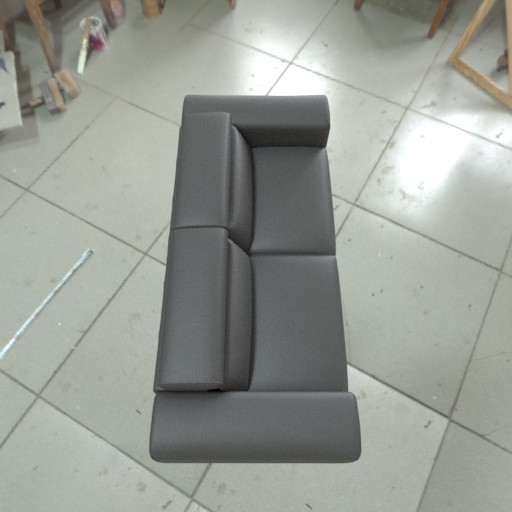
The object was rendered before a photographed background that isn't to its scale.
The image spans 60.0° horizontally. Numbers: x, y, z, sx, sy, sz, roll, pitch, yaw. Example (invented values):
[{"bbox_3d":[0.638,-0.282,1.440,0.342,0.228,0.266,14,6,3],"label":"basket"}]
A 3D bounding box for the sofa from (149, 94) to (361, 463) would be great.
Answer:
[{"bbox_3d":[0.000,0.000,2.745,1.023,0.759,2.321,0,64,0],"label":"sofa"}]
